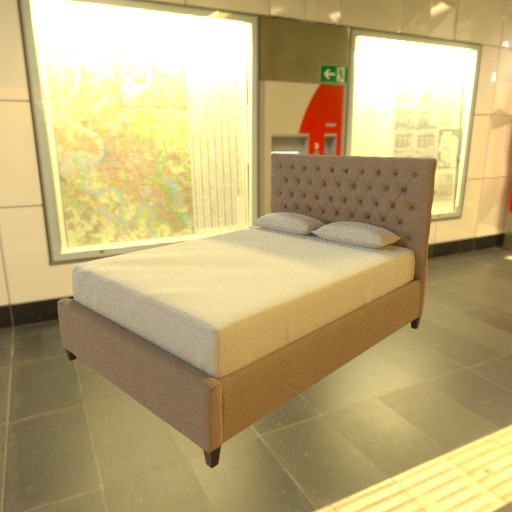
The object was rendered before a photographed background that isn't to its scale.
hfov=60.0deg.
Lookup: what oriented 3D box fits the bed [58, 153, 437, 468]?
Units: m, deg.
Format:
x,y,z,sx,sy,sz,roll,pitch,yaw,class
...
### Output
x,y,z,sx,sy,sz,roll,pitch,yaw,class
0.000,0.000,3.359,1.698,1.427,2.387,14,20,42,bed
